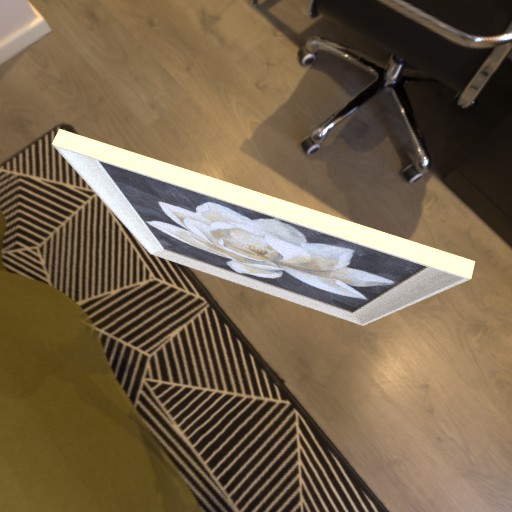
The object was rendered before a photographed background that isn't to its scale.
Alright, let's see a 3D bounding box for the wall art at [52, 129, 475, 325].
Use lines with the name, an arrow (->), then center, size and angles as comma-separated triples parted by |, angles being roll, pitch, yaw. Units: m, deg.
wall art -> 0.000, 0.000, 1.514 | 1.016, 1.016, 0.045 | 18, 76, 5
